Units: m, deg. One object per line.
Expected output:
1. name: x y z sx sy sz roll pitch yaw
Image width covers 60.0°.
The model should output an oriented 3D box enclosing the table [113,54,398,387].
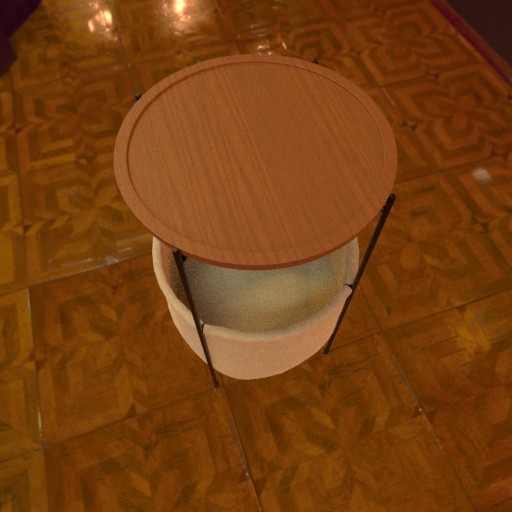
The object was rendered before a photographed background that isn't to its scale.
1. table: 0.000 0.000 0.876 0.393 0.623 0.393 -14 61 -8
